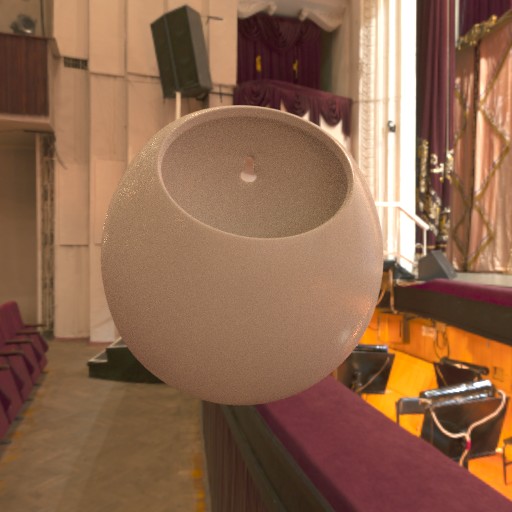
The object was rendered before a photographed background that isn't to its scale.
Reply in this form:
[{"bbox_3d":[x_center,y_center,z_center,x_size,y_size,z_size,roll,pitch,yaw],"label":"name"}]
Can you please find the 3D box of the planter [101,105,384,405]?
[{"bbox_3d":[0.000,0.000,0.280,0.185,0.188,0.043,0,1,-18],"label":"planter"}]
